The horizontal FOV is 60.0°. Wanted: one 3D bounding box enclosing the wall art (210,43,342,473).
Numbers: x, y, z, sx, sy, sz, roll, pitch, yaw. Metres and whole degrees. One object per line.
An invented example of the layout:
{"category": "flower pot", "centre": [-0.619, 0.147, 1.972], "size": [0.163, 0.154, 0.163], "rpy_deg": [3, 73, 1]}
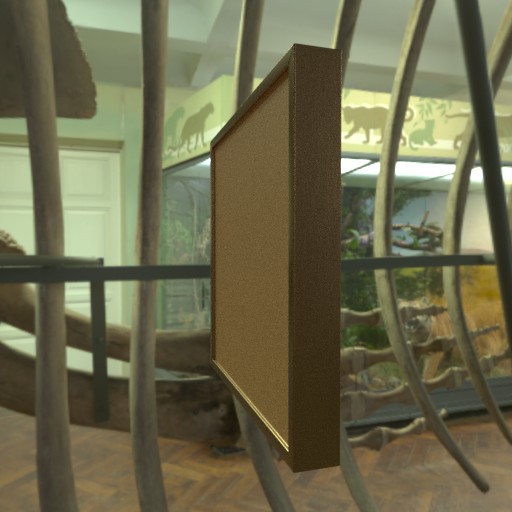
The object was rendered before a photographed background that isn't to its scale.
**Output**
{"category": "wall art", "centre": [0.000, 0.000, 0.464], "size": [0.037, 0.305, 0.305], "rpy_deg": [0, 1, -17]}
